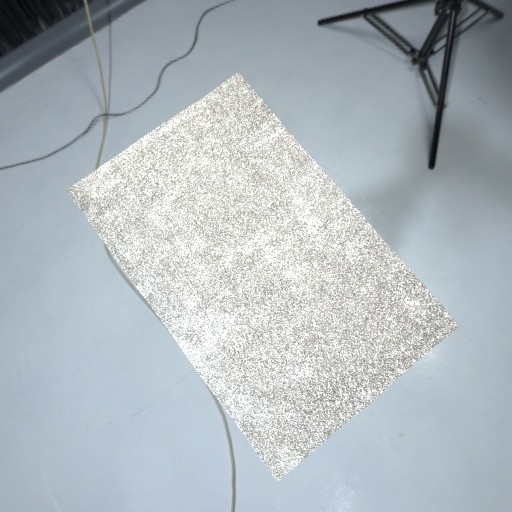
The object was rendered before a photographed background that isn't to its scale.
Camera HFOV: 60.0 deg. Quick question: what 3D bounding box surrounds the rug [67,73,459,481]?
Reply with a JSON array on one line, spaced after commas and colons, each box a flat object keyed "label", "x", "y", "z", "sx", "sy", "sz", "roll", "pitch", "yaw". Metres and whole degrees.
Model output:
[{"label": "rug", "x": 0.000, "y": 0.000, "z": 2.962, "sx": 1.502, "sy": 0.025, "sz": 2.350, "roll": -37, "pitch": 80, "yaw": -8}]
